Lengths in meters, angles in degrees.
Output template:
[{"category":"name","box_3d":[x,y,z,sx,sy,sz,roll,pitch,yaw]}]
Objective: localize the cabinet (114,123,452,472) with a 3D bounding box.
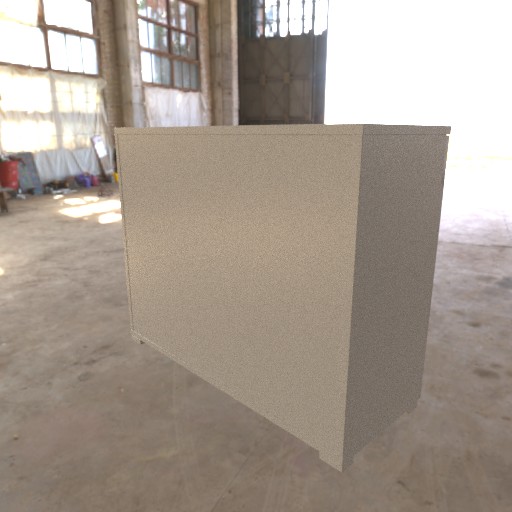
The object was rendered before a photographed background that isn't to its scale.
[{"category":"cabinet","box_3d":[0.000,0.000,1.430,0.400,0.800,1.000,-15,21,-42]}]
